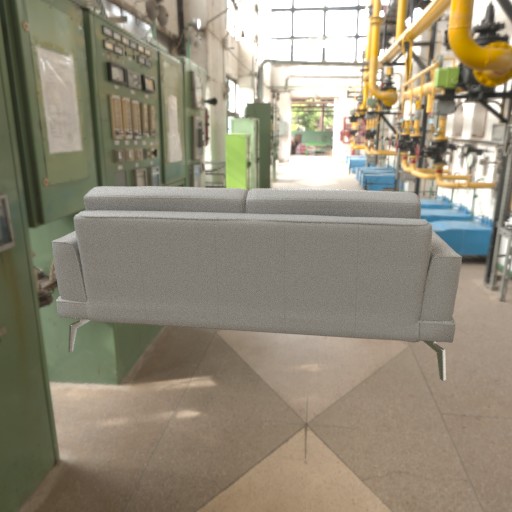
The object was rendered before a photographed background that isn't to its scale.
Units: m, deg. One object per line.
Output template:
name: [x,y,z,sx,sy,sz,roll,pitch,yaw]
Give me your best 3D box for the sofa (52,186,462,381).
sofa: [0.000,0.000,2.777,2.177,0.930,1.121,2,16,8]
